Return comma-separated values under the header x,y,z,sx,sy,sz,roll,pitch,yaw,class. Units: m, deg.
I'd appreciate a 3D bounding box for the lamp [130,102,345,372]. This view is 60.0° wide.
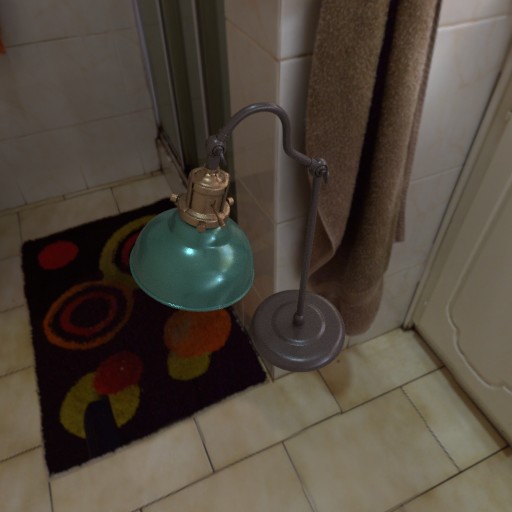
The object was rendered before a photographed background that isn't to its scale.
x,y,z,sx,sy,sz,roll,pitch,yaw,class
0.000,0.000,0.694,0.374,0.508,0.192,-16,49,-15,lamp
